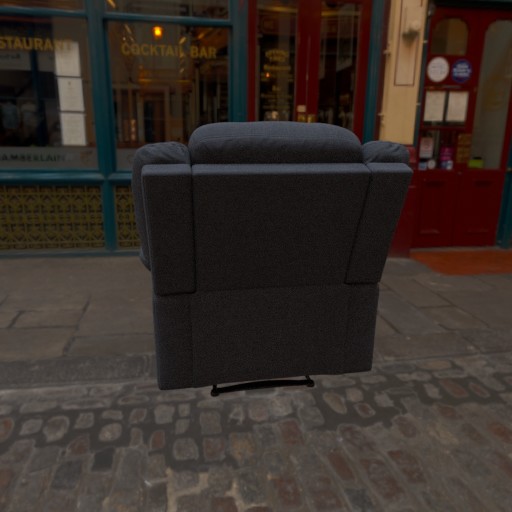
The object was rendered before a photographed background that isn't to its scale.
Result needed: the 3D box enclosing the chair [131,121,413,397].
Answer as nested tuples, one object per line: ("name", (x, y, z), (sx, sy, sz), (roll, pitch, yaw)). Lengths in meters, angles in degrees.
("chair", (0.000, 0.000, 1.787), (0.899, 1.008, 0.944), (-2, 14, -10))
